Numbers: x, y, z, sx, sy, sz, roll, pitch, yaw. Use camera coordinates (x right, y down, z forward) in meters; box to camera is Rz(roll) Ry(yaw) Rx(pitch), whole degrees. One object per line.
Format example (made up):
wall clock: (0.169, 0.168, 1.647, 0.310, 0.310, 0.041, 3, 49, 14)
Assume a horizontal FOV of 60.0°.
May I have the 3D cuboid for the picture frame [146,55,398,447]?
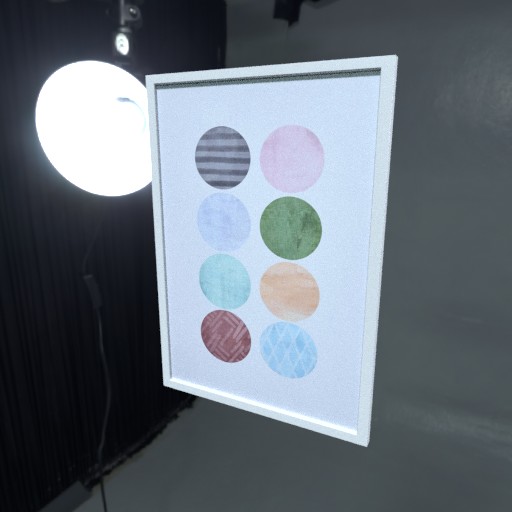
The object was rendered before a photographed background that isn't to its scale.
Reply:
picture frame: (0.000, 0.000, 0.549, 0.305, 0.434, 0.013, 7, 16, 26)
